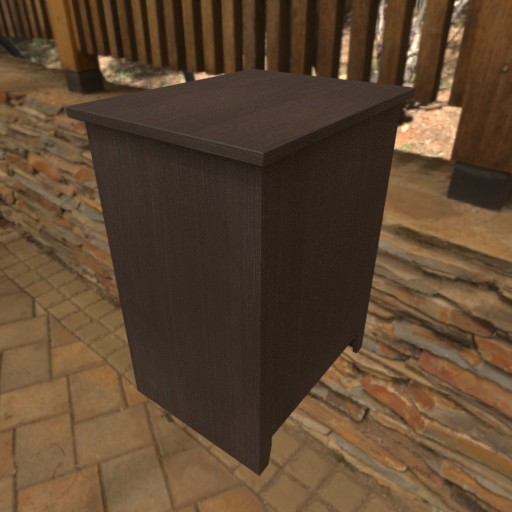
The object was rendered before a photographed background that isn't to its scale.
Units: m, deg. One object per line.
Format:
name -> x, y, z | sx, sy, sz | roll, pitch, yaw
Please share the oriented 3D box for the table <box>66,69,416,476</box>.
table -> 0.000, 0.000, 0.918 | 0.381, 0.635, 0.480 | 21, 37, 31
